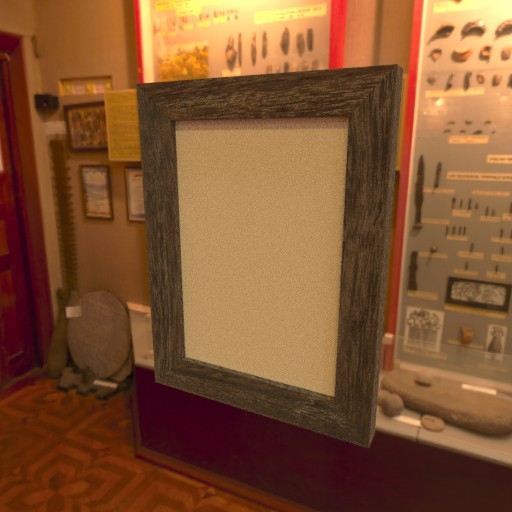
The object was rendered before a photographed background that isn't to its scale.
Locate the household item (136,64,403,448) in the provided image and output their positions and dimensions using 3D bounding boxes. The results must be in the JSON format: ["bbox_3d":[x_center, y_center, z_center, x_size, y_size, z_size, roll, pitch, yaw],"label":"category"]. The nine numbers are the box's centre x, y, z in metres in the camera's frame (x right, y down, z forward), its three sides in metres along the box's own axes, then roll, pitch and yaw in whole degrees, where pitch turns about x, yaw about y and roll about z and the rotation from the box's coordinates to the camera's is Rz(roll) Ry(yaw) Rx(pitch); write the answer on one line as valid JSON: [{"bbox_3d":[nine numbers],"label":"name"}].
[{"bbox_3d":[0.000,0.000,0.279,0.160,0.210,0.020,8,16,27],"label":"household item"}]
